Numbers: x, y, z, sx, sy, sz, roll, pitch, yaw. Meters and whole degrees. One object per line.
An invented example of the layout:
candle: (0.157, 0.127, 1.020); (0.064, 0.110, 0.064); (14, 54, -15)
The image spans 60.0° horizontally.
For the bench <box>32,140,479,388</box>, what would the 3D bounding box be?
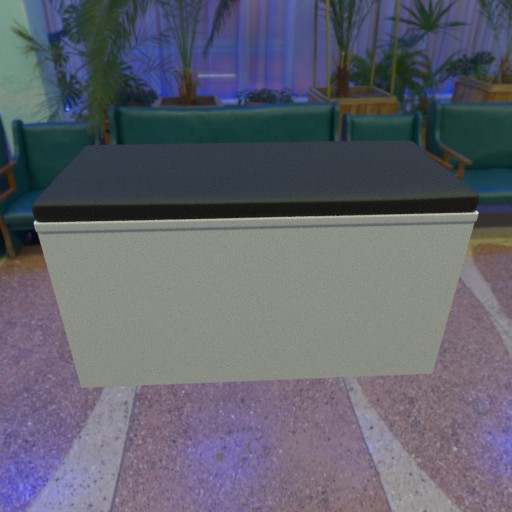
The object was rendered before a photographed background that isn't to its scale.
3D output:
bench: (0.000, 0.000, 1.166); (0.899, 0.500, 0.401); (-2, 31, -3)
